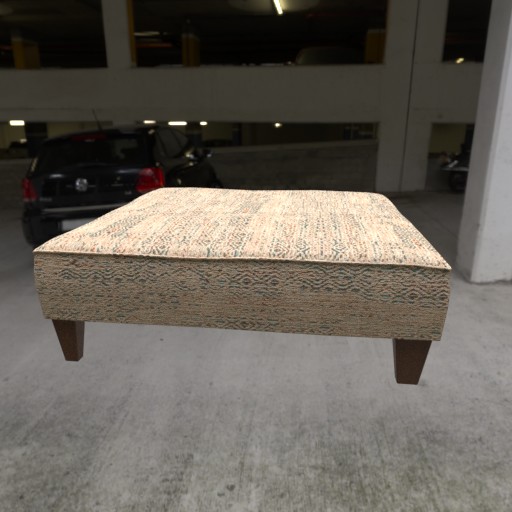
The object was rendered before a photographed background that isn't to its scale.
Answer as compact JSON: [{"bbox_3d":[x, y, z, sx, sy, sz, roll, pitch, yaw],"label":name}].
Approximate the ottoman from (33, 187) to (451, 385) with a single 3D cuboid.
[{"bbox_3d":[0.000,0.000,1.524,1.004,0.356,0.968,2,17,7],"label":"ottoman"}]
